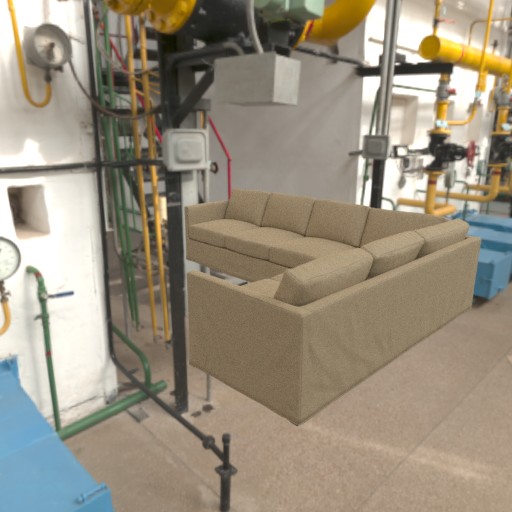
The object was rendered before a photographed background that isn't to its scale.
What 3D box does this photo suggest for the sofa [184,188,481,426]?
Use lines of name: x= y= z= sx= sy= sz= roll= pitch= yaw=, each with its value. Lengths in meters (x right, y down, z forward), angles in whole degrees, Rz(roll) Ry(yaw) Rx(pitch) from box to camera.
sofa: x=0.000 y=0.000 z=4.209 sx=2.432 sy=0.871 sz=3.182 roll=-15 pitch=22 yaw=-42
